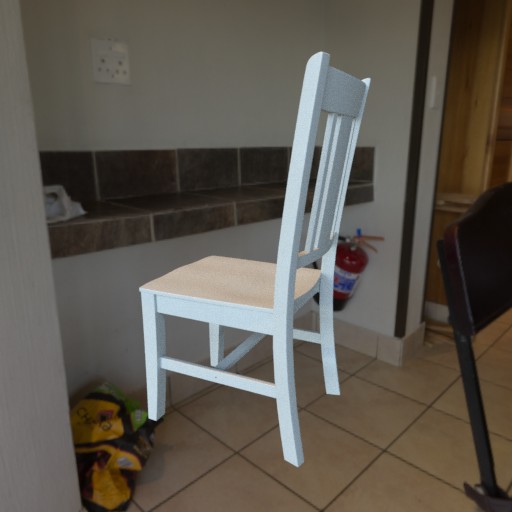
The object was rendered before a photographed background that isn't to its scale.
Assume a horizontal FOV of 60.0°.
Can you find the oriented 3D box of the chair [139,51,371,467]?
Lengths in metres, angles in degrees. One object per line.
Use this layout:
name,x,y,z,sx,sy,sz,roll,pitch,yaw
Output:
chair,0.000,0.000,1.303,0.555,0.998,0.450,7,16,25
